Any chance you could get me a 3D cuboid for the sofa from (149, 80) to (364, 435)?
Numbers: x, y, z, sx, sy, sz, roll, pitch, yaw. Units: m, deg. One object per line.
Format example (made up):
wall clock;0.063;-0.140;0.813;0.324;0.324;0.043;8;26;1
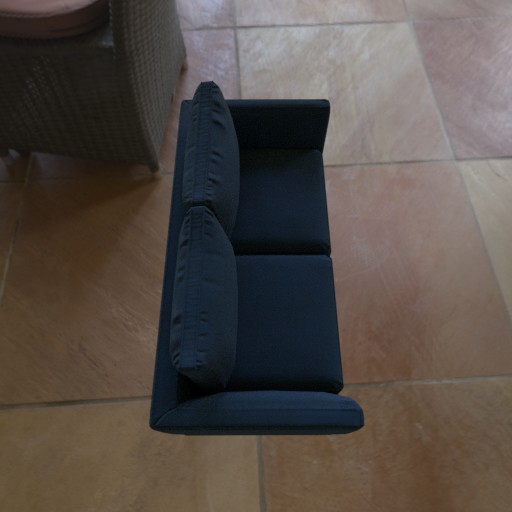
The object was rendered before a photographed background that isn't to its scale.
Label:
sofa;0.000;0.000;2.346;0.853;1.002;1.770;0;63;0
